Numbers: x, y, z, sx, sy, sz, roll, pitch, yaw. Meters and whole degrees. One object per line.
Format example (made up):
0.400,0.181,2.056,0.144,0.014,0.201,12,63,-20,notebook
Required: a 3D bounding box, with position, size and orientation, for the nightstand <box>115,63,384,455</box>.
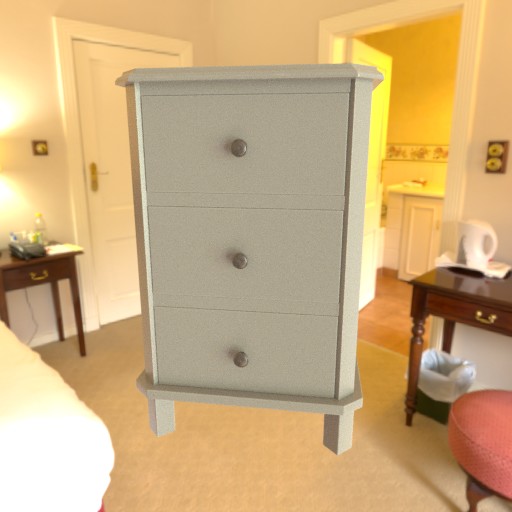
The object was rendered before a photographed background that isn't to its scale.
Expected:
0.000,0.000,0.914,0.435,0.680,0.348,2,15,8,nightstand
